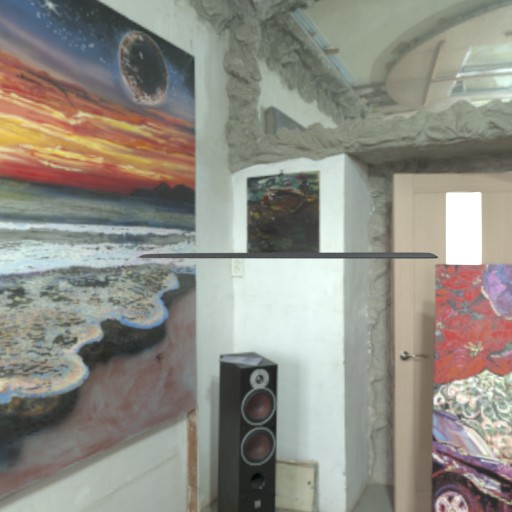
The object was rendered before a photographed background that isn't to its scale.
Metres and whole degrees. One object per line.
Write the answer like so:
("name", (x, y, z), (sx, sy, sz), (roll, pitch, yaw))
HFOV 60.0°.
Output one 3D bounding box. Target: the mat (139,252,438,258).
("mat", (0.000, 0.000, 1.828), (0.917, 0.016, 1.525), (0, 0, 0))
